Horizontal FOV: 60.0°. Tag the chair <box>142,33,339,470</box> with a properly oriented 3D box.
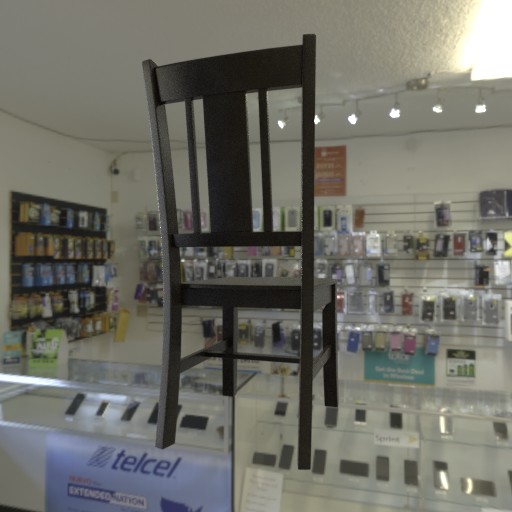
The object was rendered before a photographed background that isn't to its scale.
[{"bbox_3d":[0.000,0.000,1.303,0.450,0.998,0.555,0,-1,18],"label":"chair"}]
